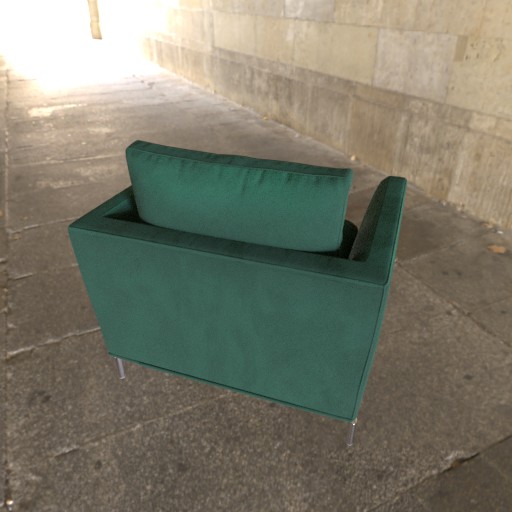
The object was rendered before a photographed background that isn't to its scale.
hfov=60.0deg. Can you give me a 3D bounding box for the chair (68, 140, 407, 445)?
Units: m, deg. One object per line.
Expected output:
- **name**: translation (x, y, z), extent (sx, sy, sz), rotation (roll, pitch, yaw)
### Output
- **chair**: translation (0.000, 0.000, 1.779), extent (1.047, 0.997, 0.852), rotation (10, 32, 17)
